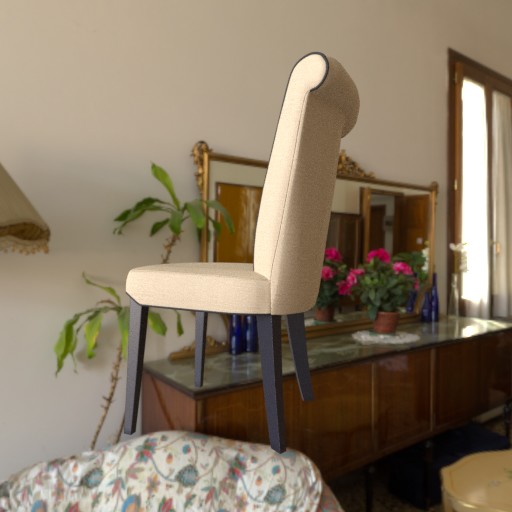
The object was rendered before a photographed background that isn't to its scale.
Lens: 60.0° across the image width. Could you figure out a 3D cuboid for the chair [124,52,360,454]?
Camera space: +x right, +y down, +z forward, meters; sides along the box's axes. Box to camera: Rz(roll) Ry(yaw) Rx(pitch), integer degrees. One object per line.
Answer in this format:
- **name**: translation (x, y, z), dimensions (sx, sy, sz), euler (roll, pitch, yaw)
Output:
- **chair**: translation (0.000, 0.000, 1.373), dimensions (0.623, 0.997, 0.522), euler (0, 0, 17)
